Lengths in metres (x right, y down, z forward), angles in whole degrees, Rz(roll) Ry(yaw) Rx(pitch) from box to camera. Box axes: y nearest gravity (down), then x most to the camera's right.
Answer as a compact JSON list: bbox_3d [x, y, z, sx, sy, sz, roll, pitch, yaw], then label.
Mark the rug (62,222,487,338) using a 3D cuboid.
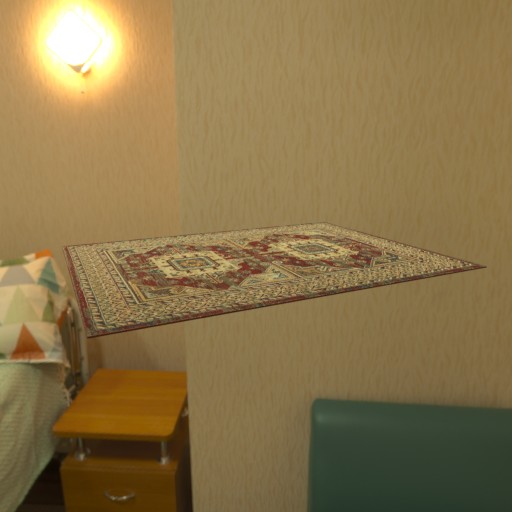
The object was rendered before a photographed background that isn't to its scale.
[{"bbox_3d":[0.000,0.000,4.117,3.197,0.013,2.381,-7,16,-25],"label":"rug"}]
